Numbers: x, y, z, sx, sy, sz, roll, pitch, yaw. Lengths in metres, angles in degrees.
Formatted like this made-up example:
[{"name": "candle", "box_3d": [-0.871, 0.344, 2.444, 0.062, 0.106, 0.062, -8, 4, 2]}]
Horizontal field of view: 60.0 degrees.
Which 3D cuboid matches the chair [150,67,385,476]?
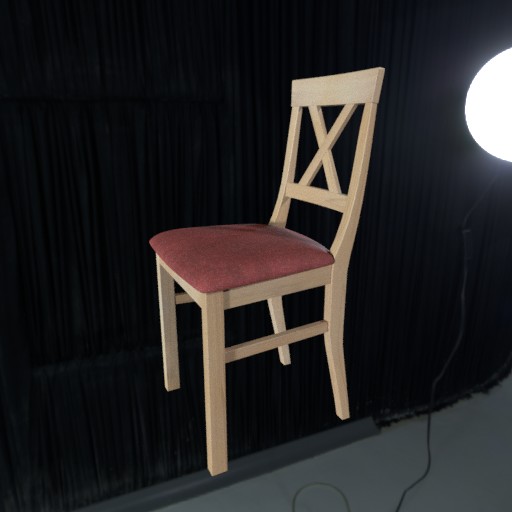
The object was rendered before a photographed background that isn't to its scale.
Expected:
[{"name": "chair", "box_3d": [0.000, 0.000, 1.174, 0.492, 0.912, 0.439, -8, 19, -25]}]
